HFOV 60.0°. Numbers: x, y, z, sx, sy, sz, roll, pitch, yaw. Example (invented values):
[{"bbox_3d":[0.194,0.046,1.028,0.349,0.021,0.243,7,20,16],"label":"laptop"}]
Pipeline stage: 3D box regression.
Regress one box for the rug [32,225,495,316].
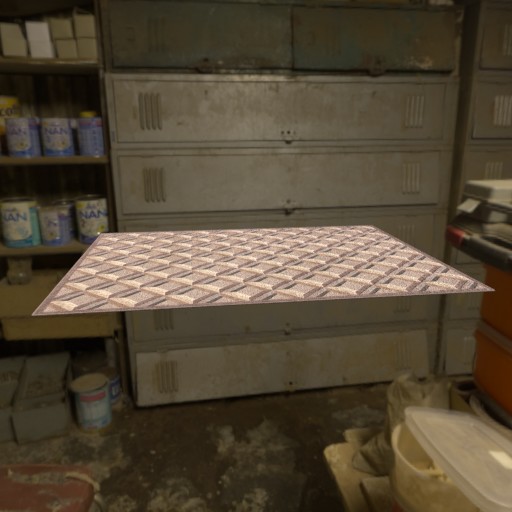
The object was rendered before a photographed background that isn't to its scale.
[{"bbox_3d":[0.000,0.000,4.235,3.294,0.018,2.382,-2,16,-8],"label":"rug"}]
